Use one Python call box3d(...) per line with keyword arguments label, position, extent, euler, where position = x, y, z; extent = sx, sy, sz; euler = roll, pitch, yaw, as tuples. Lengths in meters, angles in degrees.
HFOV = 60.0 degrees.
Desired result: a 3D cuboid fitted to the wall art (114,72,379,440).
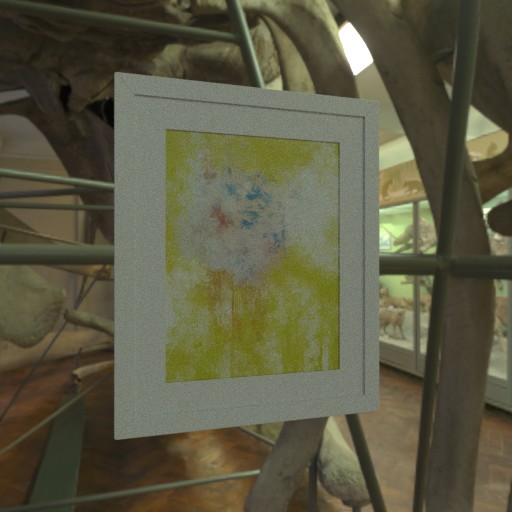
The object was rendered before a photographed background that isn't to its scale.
box3d(label="wall art", position=(0.000, 0.000, 0.745), extent=(0.454, 0.556, 0.028), euler=(0, 0, -16))
